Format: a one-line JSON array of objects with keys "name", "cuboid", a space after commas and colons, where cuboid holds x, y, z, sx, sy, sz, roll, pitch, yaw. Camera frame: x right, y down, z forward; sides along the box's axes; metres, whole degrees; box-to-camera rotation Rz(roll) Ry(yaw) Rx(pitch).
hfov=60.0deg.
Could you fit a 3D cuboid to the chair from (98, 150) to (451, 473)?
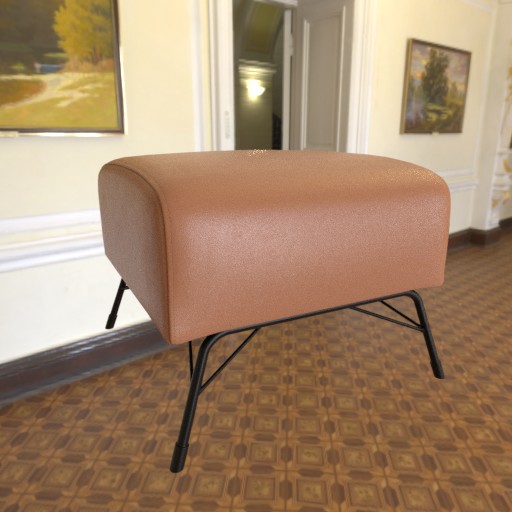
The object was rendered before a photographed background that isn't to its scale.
[{"name": "chair", "cuboid": [0.000, 0.000, 0.883, 0.530, 0.410, 0.530, -8, 17, -26]}]
